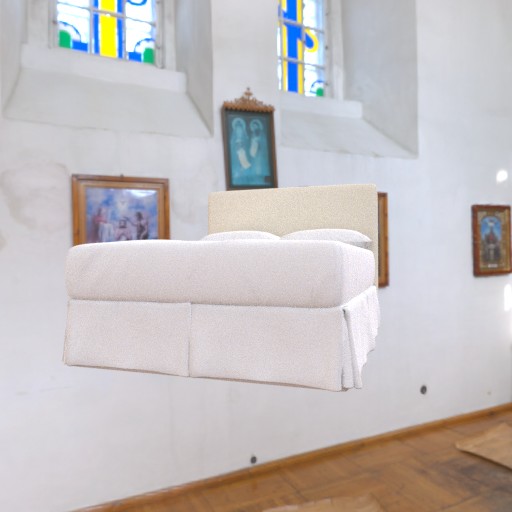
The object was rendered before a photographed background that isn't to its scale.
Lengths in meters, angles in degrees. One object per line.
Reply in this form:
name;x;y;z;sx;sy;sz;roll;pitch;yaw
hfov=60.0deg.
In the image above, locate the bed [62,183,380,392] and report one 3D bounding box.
bed;0.000;0.000;3.274;1.714;1.330;2.147;0;-1;19
